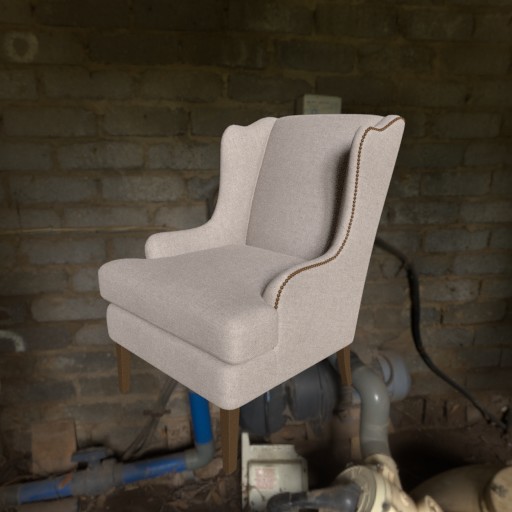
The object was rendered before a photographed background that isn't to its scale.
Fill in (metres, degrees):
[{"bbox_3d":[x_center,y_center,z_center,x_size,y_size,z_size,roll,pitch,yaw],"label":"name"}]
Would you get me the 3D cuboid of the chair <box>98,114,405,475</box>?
[{"bbox_3d":[0.000,0.000,1.669,0.737,1.029,0.940,15,22,42],"label":"chair"}]
